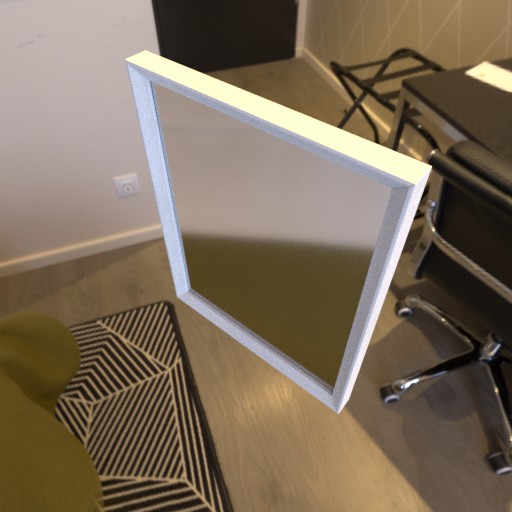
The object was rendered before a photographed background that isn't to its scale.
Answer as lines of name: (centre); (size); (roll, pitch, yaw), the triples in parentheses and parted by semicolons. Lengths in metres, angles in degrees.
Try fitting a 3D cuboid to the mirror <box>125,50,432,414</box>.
mirror: (0.000, 0.000, 0.686); (0.406, 0.509, 0.041); (31, 55, 25)
